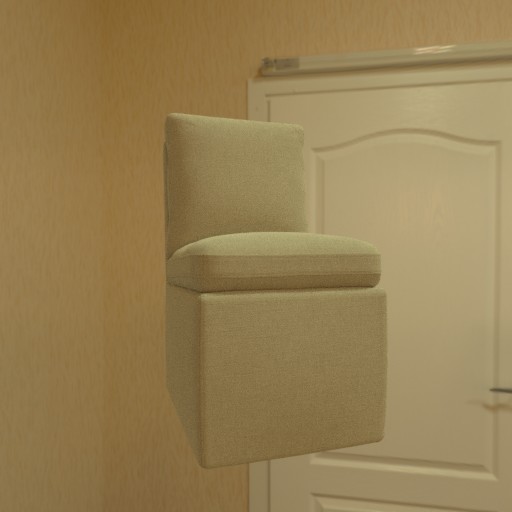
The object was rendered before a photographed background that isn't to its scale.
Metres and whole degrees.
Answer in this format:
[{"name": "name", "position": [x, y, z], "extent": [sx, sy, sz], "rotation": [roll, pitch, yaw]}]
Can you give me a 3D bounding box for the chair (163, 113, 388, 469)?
[{"name": "chair", "position": [0.000, 0.000, 1.338], "extent": [0.503, 0.927, 0.698], "rotation": [0, 1, -18]}]
